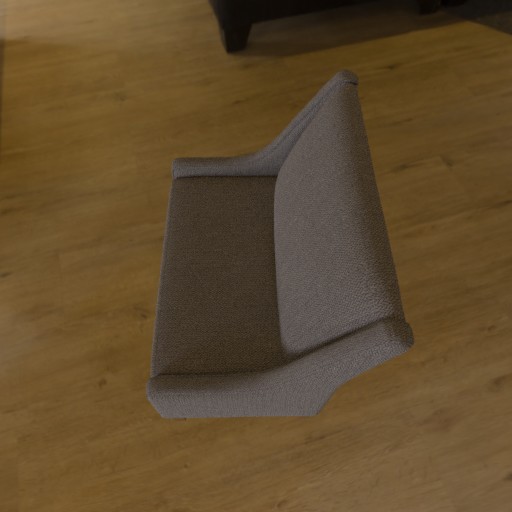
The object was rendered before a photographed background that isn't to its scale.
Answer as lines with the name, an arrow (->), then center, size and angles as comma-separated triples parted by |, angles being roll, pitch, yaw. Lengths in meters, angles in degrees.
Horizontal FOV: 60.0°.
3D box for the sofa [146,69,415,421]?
sofa -> 0.000, 0.000, 1.953 | 0.873, 1.022, 1.242 | -1, 58, -1
